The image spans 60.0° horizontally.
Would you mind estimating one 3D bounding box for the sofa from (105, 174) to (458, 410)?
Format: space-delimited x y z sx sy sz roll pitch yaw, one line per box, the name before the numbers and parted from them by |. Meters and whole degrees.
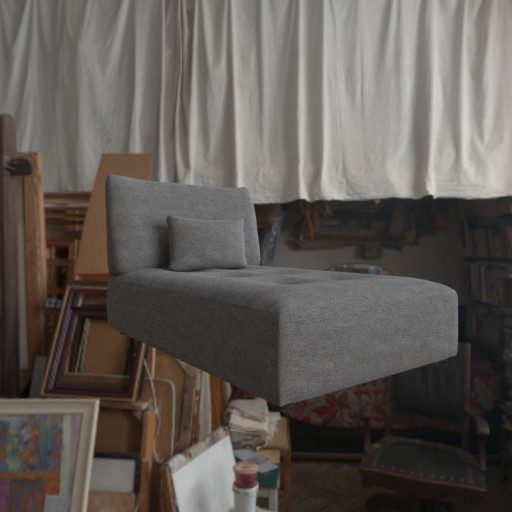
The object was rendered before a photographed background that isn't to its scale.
sofa | 0.000 0.000 2.009 0.930 0.820 1.450 -2 3 -37
